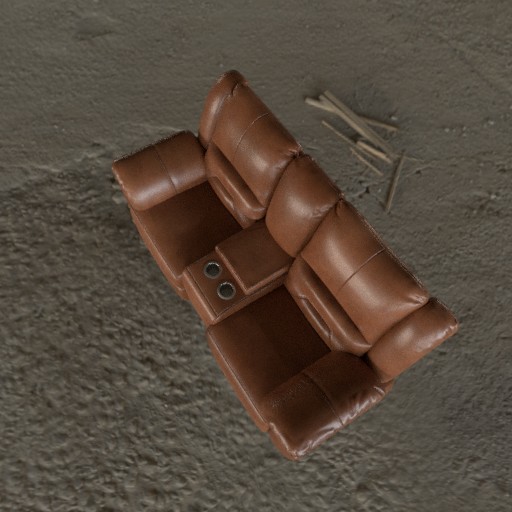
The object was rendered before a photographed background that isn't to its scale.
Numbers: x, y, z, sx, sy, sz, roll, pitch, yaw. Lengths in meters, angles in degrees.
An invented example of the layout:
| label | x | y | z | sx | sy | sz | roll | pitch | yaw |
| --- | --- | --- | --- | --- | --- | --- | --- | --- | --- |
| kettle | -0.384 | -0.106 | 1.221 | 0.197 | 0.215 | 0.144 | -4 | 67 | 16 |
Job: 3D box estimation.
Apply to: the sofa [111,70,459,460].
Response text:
| label | x | y | z | sx | sy | sz | roll | pitch | yaw |
| --- | --- | --- | --- | --- | --- | --- | --- | --- | --- |
| sofa | 0.000 | 0.000 | 2.613 | 0.991 | 1.043 | 2.058 | -30 | 67 | -14 |
